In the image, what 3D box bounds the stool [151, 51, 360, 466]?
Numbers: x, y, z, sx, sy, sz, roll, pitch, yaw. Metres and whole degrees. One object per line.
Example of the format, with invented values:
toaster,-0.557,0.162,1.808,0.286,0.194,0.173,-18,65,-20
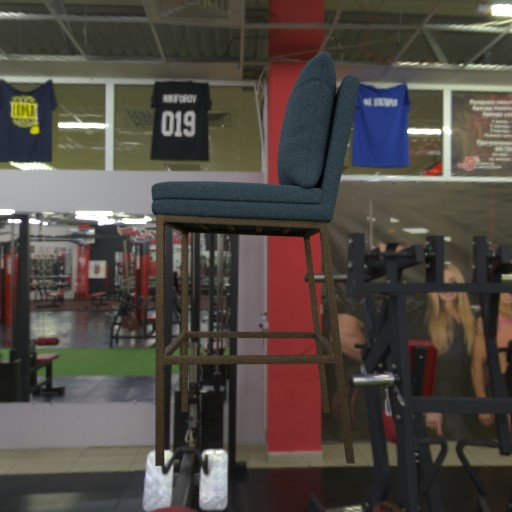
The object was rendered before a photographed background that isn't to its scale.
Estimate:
stool,0.000,0.000,1.410,0.568,1.124,0.463,0,-1,0
